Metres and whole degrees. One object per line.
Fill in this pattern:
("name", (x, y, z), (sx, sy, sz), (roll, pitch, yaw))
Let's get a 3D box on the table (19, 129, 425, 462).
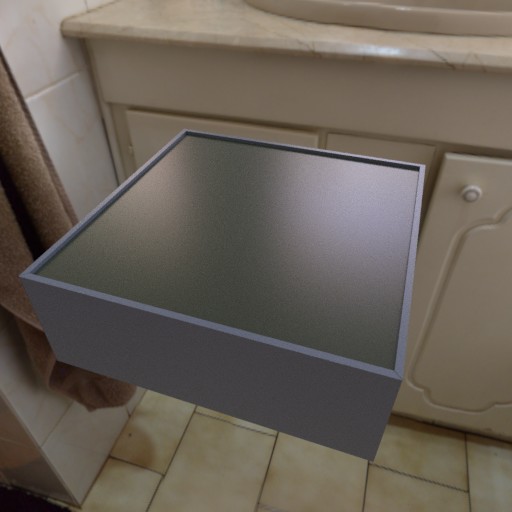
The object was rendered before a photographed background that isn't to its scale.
("table", (0.000, 0.000, 1.236), (0.801, 0.299, 0.801), (12, 41, 15))
